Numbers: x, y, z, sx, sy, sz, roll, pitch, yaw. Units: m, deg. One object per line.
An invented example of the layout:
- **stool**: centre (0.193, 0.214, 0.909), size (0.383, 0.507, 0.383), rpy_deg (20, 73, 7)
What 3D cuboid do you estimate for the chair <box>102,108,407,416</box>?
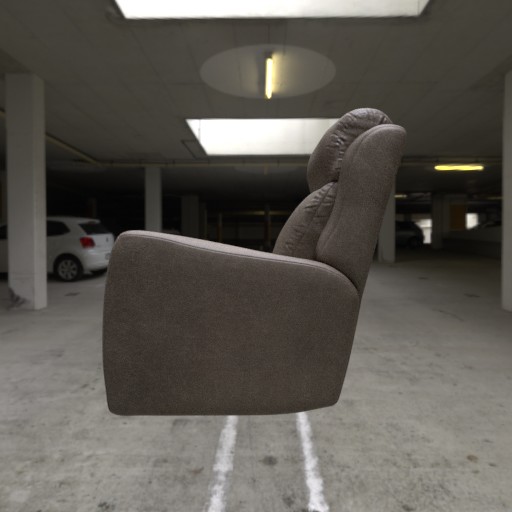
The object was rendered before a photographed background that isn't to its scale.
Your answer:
- **chair**: centre (0.000, 0.000, 1.957), size (1.068, 1.116, 0.967), rpy_deg (0, 1, 1)
